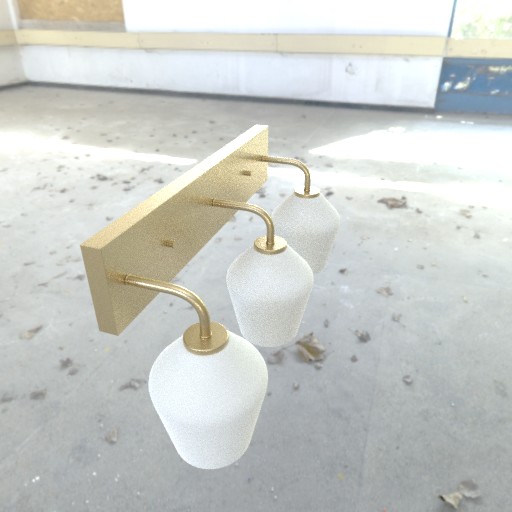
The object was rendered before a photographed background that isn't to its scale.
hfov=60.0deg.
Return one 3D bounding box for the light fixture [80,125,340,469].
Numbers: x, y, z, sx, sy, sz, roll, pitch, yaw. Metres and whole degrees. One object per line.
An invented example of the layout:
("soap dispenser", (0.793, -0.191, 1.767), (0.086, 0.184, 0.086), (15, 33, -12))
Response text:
("light fixture", (0.000, 0.000, 0.711), (0.190, 0.280, 0.609), (10, 32, 17))
